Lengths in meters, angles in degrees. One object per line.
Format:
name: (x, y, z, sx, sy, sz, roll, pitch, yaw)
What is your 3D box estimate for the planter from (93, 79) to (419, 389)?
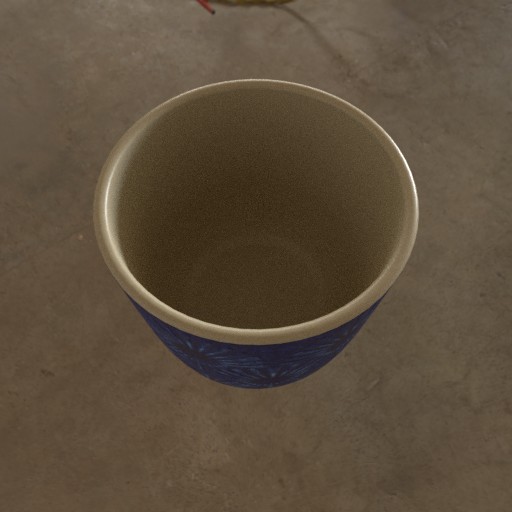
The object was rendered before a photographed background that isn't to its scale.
planter: (0.000, 0.000, 0.217, 0.124, 0.109, 0.124, 0, 61, 0)
